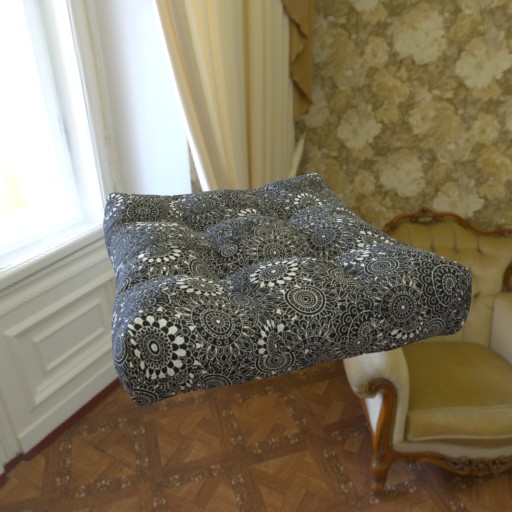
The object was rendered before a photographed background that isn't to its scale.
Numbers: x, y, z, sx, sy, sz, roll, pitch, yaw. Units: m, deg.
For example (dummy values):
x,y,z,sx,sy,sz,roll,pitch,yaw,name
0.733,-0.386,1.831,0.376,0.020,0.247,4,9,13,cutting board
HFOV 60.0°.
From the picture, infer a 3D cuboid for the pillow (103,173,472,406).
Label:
x,y,z,sx,sy,sz,roll,pitch,yaw,name
0.000,0.000,0.727,0.468,0.128,0.490,-9,28,-17,pillow
